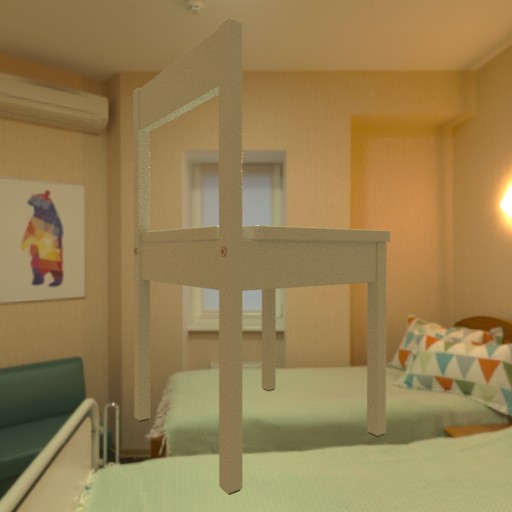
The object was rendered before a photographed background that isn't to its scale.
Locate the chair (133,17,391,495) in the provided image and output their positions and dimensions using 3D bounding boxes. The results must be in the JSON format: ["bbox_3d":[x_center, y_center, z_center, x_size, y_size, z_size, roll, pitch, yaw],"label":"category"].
[{"bbox_3d":[0.000,0.000,0.865,0.361,0.668,0.367,-1,1,-36],"label":"chair"}]
